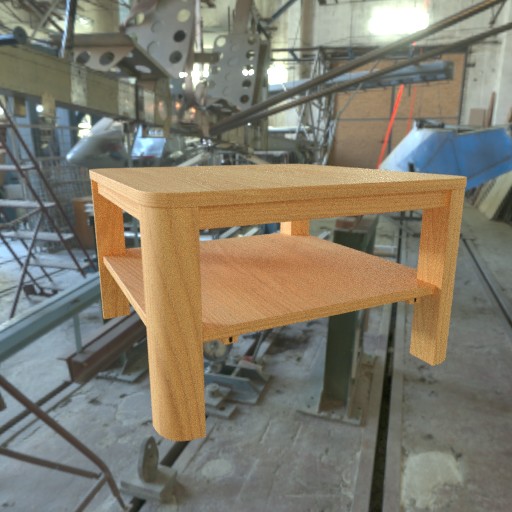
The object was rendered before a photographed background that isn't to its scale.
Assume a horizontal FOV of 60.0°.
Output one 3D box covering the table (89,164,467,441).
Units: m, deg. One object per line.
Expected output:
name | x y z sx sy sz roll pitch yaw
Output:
table | 0.000 0.000 1.213 0.750 0.450 0.750 -7 16 -26
